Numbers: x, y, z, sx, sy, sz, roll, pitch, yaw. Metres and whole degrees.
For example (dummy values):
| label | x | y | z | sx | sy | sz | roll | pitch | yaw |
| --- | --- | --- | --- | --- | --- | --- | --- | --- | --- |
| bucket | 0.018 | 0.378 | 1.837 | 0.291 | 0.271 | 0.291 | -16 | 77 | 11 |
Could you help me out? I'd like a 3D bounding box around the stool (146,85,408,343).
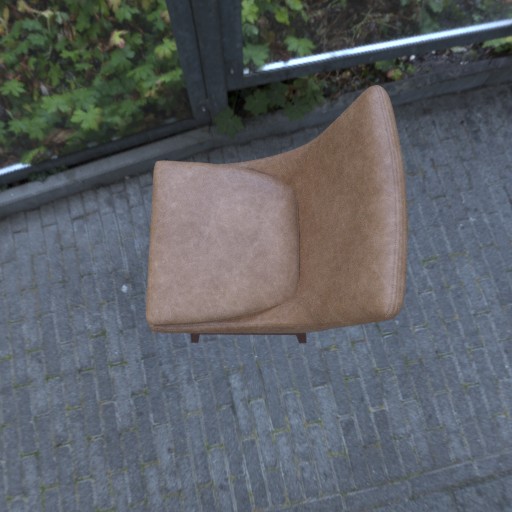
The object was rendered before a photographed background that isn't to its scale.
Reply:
| label | x | y | z | sx | sy | sz | roll | pitch | yaw |
| --- | --- | --- | --- | --- | --- | --- | --- | --- | --- |
| stool | 0.000 | 0.000 | 1.343 | 0.572 | 1.079 | 0.487 | 0 | 77 | 0 |
